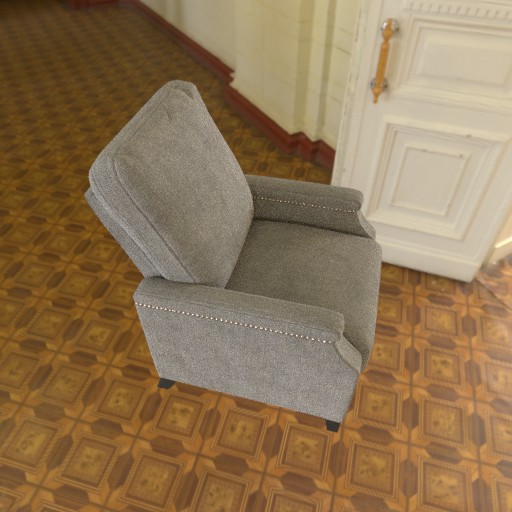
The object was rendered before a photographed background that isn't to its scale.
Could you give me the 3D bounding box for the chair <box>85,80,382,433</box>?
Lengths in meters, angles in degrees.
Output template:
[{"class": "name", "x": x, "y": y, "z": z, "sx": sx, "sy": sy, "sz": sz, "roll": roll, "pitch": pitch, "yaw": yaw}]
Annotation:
[{"class": "chair", "x": 0.000, "y": 0.000, "z": 1.636, "sx": 0.922, "sy": 1.049, "sz": 0.710, "roll": 11, "pitch": 47, "yaw": 10}]
